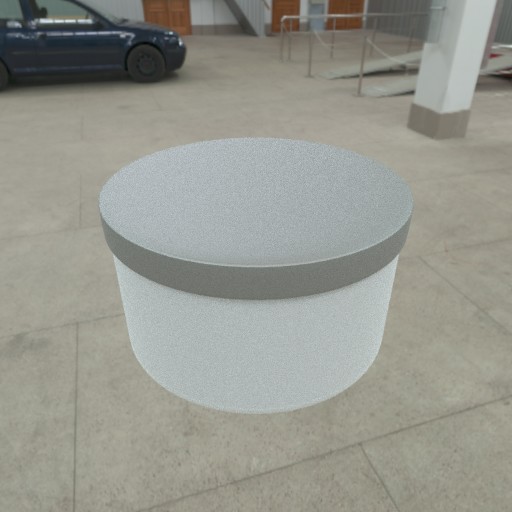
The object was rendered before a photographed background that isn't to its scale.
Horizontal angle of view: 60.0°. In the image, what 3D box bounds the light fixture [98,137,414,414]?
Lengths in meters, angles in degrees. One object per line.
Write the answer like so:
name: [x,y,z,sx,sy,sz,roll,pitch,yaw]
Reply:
light fixture: [0.000,0.000,0.635,0.393,0.229,0.393,0,32,0]
